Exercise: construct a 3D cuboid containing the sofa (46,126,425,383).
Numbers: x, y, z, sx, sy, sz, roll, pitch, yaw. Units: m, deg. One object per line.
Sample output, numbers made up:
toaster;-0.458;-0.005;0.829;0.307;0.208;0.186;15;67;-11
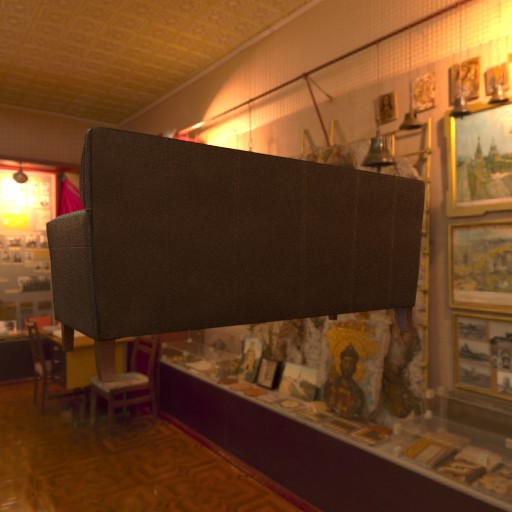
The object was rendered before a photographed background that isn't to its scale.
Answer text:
sofa;0.000;0.000;2.497;2.053;0.947;0.805;0;0;-36
